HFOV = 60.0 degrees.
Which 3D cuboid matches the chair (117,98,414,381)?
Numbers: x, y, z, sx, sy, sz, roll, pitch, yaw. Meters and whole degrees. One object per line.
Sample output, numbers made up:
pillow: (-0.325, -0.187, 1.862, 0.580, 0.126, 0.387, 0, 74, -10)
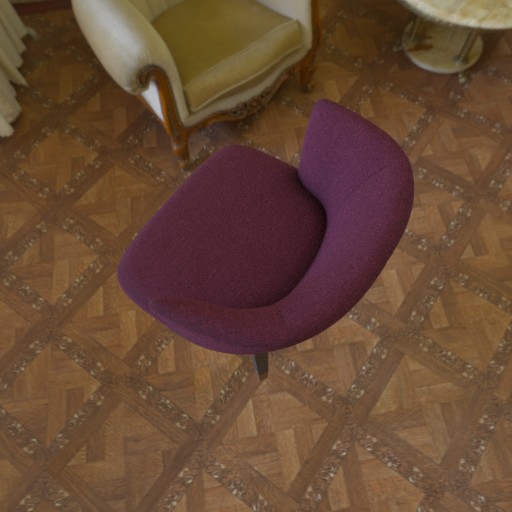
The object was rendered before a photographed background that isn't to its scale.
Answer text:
chair: (0.000, 0.000, 1.323, 0.660, 0.760, 0.700, 32, 68, 14)
